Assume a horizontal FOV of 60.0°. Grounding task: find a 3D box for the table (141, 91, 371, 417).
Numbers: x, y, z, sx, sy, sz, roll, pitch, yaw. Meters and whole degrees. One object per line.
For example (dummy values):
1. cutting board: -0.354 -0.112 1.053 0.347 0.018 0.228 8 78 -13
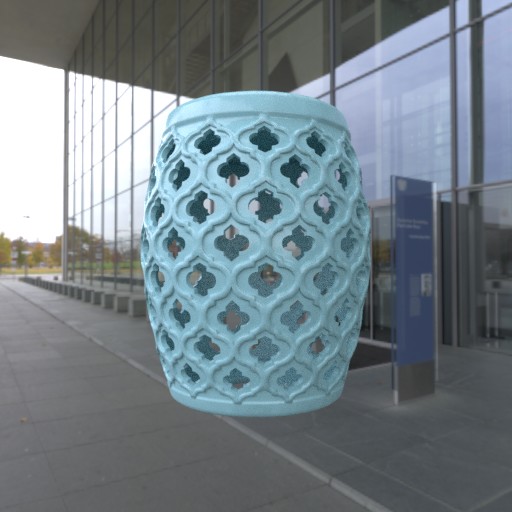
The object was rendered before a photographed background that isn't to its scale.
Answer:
1. table: 0.000 0.000 0.646 0.325 0.388 0.325 0 -1 0
